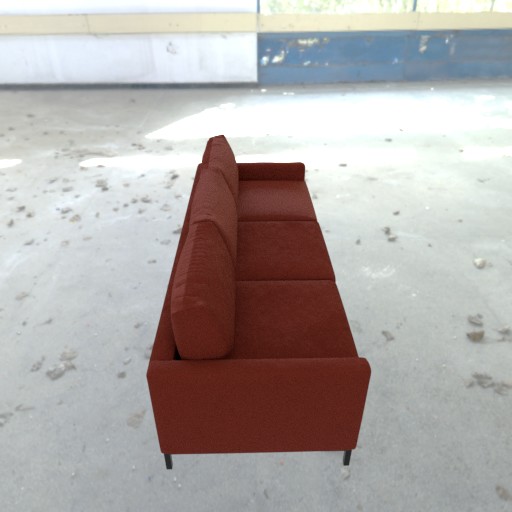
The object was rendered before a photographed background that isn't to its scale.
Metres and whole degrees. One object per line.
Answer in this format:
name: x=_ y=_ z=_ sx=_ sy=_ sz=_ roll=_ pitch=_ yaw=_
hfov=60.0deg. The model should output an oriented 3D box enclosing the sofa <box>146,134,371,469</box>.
sofa: x=0.000 y=0.000 z=2.681 sx=0.875 sy=0.879 sz=2.252 roll=-1 pitch=32 yaw=-1
